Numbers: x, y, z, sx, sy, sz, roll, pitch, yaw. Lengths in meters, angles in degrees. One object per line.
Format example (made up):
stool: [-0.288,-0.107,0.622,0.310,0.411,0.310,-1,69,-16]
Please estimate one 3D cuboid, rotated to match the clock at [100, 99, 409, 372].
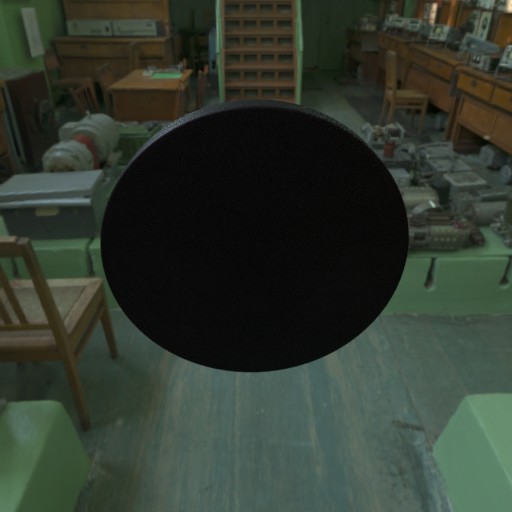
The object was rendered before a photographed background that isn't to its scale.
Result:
clock: [0.000,0.000,0.468,0.314,0.314,0.029,-1,31,-2]
